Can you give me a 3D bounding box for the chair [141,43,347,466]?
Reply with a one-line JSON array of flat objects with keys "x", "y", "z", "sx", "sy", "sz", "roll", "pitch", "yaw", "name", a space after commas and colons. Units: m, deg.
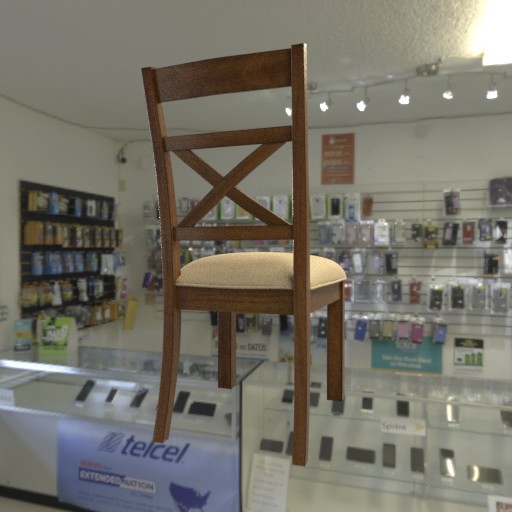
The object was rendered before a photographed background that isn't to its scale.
[{"x": 0.000, "y": 0.000, "z": 1.292, "sx": 0.461, "sy": 0.949, "sz": 0.581, "roll": 0, "pitch": 1, "yaw": 19, "name": "chair"}]
